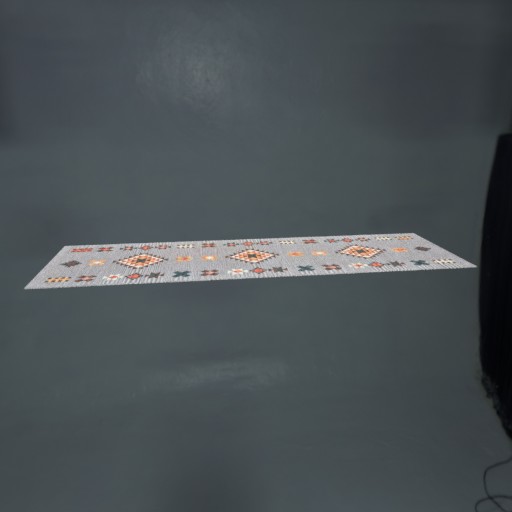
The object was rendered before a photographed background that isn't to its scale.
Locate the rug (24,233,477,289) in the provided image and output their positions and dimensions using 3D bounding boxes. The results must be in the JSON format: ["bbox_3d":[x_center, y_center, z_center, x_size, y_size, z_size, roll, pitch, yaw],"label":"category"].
[{"bbox_3d":[0.000,0.000,2.718,2.432,0.008,0.766,-2,18,-8],"label":"rug"}]
